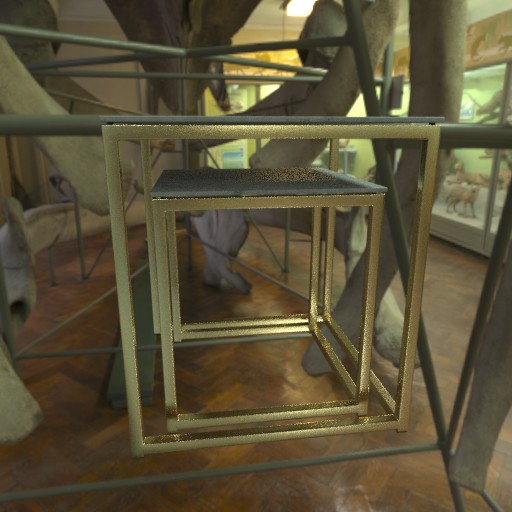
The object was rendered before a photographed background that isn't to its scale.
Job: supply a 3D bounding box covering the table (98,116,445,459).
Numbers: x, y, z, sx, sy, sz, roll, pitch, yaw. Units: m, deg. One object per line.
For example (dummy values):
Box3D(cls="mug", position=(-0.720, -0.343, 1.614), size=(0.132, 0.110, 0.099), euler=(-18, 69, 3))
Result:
Box3D(cls="table", position=(0.000, 0.000, 0.849), size=(0.450, 0.500, 0.450), euler=(-2, 16, -8))
